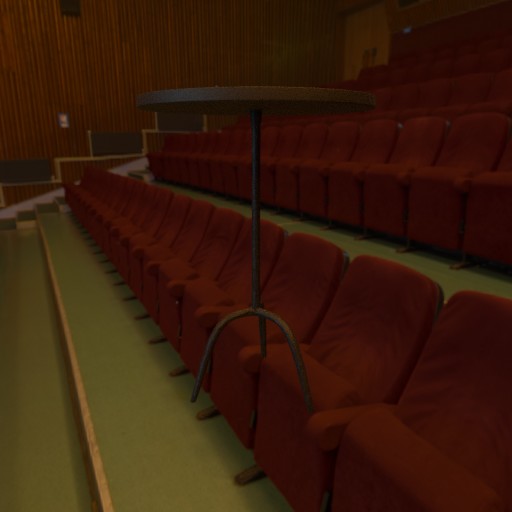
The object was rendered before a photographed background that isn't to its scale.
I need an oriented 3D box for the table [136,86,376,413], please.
[{"bbox_3d":[0.000,0.000,1.048,0.502,0.700,0.502,-8,17,-27],"label":"table"}]
